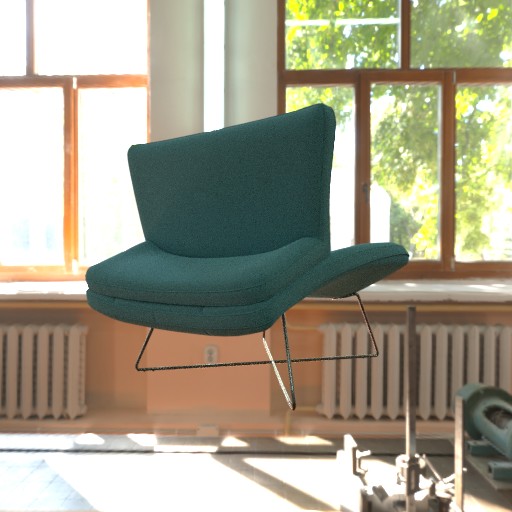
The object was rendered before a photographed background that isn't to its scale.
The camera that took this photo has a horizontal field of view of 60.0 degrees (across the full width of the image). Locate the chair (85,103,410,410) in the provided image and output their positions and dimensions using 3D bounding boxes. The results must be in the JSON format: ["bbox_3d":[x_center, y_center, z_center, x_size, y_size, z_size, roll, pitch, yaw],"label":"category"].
[{"bbox_3d":[0.000,0.000,1.655,0.859,0.855,1.008,1,1,36],"label":"chair"}]
